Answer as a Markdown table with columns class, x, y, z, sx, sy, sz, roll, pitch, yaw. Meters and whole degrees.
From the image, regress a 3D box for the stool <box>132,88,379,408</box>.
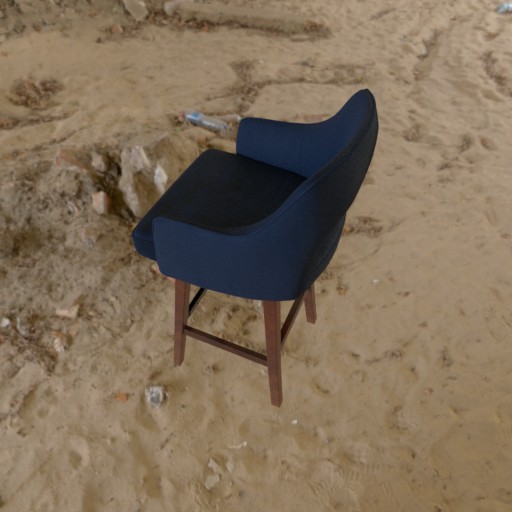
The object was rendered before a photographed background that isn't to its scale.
| class | x | y | z | sx | sy | sz | roll | pitch | yaw |
| --- | --- | --- | --- | --- | --- | --- | --- | --- | --- |
| stool | 0.000 | 0.000 | 1.402 | 0.560 | 1.041 | 0.550 | 18 | 50 | 16 |
